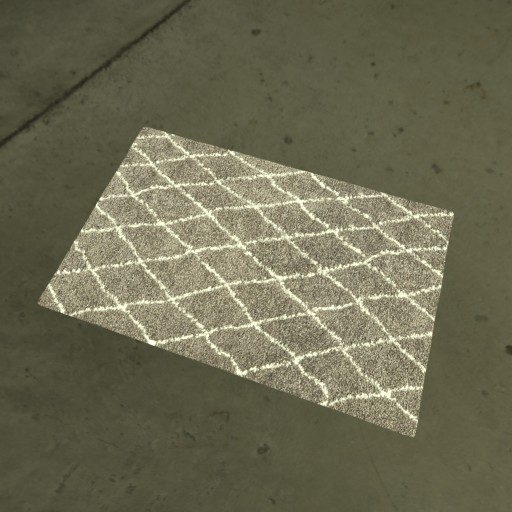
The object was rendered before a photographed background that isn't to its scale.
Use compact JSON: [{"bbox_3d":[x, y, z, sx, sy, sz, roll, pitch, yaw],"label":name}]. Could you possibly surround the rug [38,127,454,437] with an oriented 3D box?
[{"bbox_3d":[0.000,0.000,3.381,2.743,0.030,1.778,17,65,8],"label":"rug"}]
